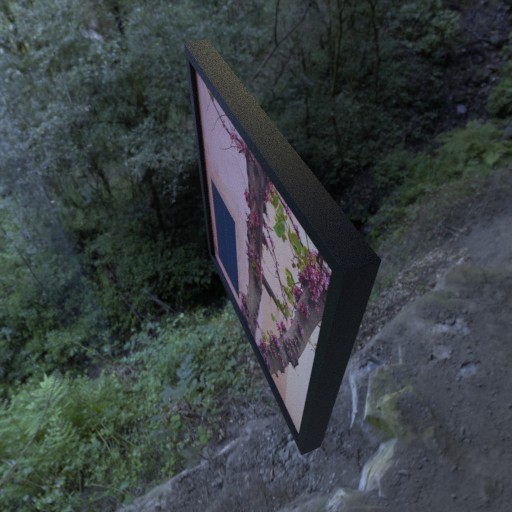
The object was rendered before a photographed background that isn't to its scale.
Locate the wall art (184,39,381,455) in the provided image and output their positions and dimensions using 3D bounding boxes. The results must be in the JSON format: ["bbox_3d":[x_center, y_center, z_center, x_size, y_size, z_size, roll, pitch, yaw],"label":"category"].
[{"bbox_3d":[0.000,0.000,0.744,0.038,0.508,0.508,-17,51,-15],"label":"wall art"}]
